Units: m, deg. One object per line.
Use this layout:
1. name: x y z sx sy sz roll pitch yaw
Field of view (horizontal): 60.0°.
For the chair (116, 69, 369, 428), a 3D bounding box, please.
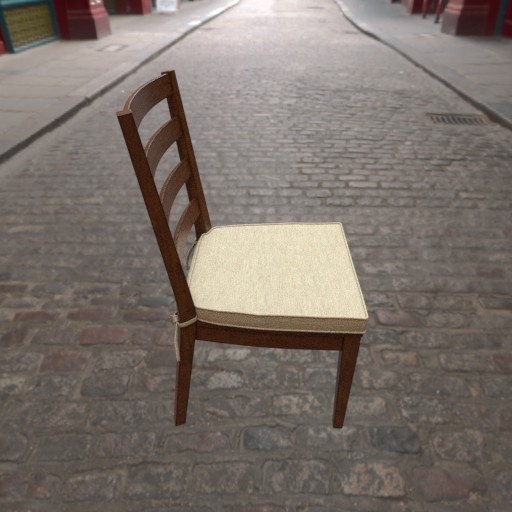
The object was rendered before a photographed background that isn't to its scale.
1. chair: 0.000 0.000 1.350 0.595 0.979 0.593 1 32 1
